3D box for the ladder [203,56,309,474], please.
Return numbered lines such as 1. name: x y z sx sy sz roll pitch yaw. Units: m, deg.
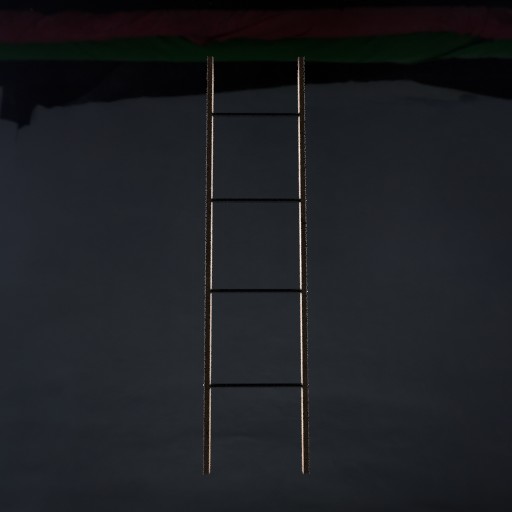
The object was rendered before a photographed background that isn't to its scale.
1. ladder: 0.000 0.000 1.929 0.442 1.805 0.200 0 0 -1
